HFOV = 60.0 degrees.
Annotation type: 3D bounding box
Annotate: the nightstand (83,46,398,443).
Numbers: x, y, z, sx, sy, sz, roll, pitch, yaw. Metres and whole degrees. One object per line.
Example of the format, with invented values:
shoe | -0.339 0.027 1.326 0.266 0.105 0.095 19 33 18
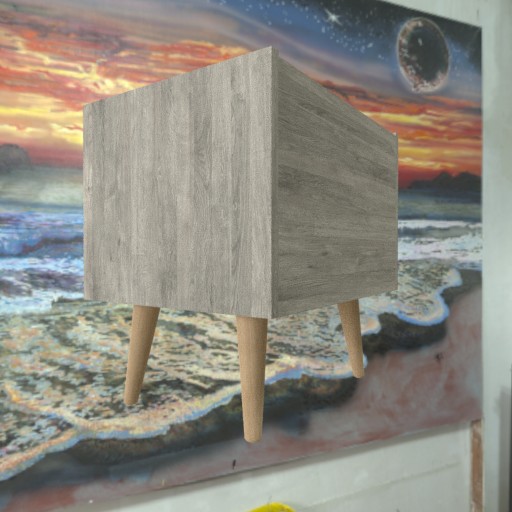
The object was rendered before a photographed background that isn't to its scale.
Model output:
nightstand | 0.000 0.000 0.828 0.380 0.500 0.480 0 1 35
